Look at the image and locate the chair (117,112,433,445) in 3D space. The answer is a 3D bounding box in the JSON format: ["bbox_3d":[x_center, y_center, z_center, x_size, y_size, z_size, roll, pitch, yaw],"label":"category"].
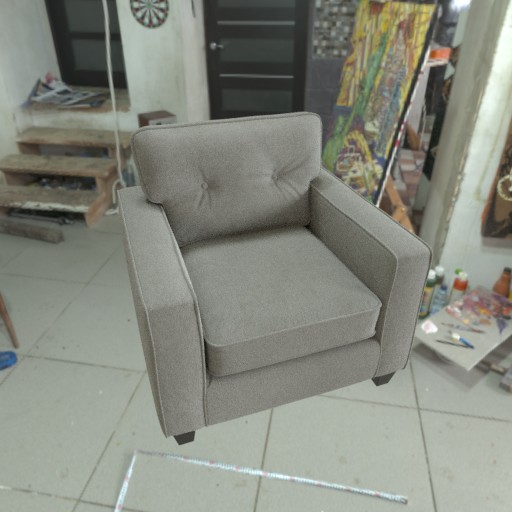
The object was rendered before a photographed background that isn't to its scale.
[{"bbox_3d":[0.000,0.000,1.824,1.015,0.965,0.939,-11,33,-17],"label":"chair"}]
